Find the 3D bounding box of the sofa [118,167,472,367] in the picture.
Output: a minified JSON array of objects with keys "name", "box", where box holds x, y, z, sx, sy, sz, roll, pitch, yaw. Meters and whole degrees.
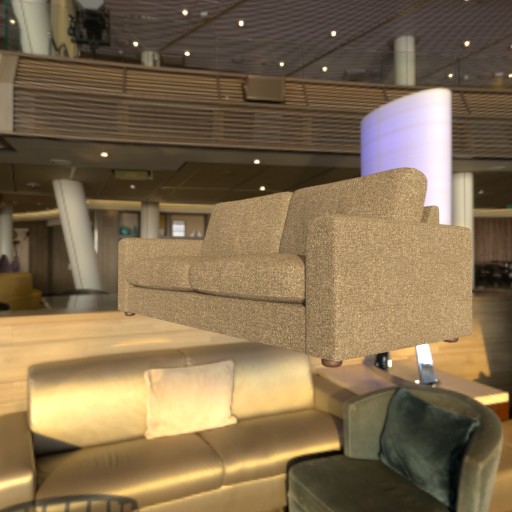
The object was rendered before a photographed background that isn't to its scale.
[{"name":"sofa","box":[0.000,0.000,2.727,1.016,0.873,2.179,1,-1,-37]}]
